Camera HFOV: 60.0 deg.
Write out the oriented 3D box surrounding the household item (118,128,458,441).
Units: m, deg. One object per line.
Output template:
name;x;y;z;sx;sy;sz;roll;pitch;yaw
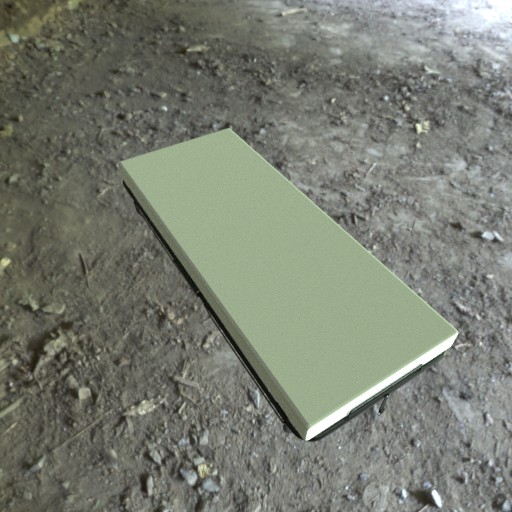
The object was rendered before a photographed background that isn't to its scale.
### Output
household item;0.000;0.000;2.280;0.787;0.356;1.905;-24;50;-22
